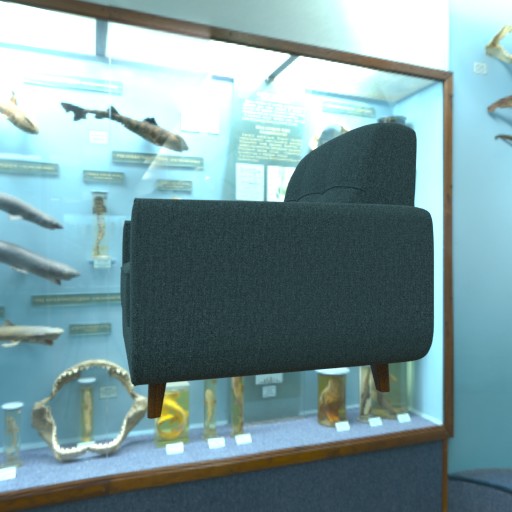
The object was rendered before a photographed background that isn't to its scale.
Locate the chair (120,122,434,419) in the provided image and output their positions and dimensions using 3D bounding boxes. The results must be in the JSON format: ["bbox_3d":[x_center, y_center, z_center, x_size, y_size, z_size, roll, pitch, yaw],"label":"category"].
[{"bbox_3d":[0.000,0.000,1.668,0.964,0.940,0.880,0,0,-18],"label":"chair"}]
